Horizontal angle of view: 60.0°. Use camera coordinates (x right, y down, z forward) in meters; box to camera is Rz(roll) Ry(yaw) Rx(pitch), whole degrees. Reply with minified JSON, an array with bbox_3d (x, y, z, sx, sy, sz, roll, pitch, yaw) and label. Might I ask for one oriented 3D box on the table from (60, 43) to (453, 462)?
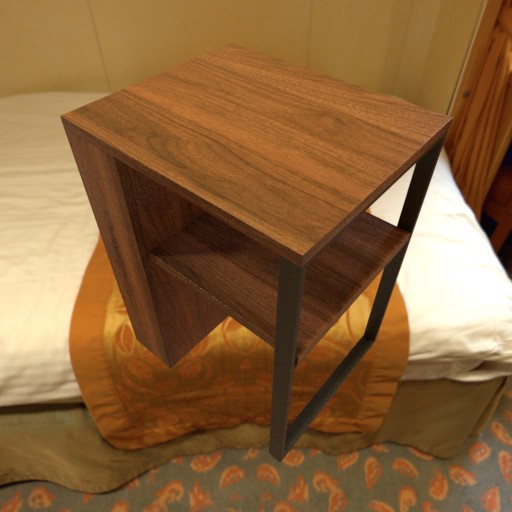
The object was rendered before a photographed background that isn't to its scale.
[{"bbox_3d":[0.000,0.000,1.528,0.786,1.041,0.660,31,53,27],"label":"table"}]
